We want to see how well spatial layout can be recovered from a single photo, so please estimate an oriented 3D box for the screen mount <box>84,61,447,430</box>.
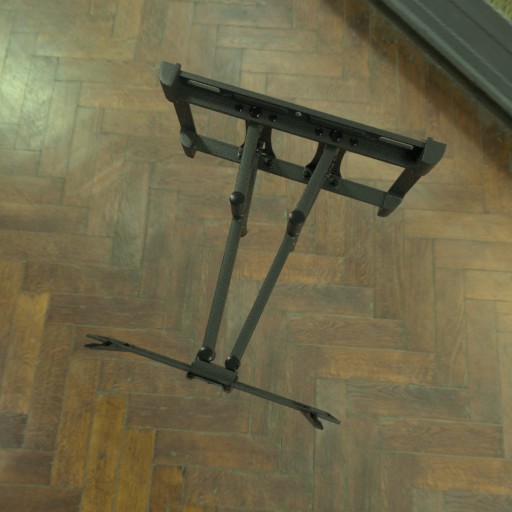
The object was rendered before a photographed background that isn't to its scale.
[{"bbox_3d":[0.000,0.000,0.958,0.571,0.424,0.556,18,77,4],"label":"screen mount"}]
